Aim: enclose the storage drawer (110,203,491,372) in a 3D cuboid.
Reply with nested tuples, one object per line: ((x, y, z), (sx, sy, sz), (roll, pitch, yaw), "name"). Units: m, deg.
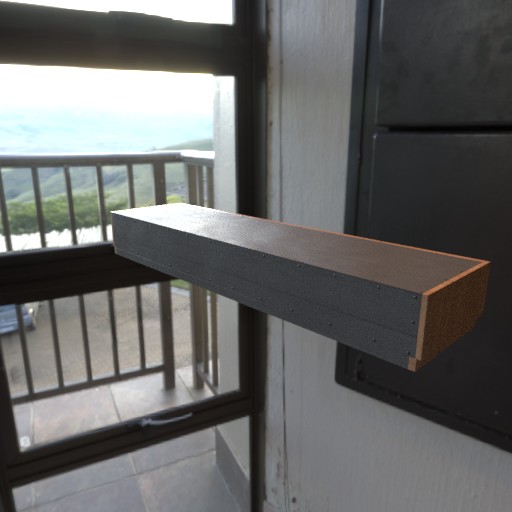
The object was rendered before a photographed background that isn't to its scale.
((0.000, 0.000, 2.245), (0.538, 0.264, 2.032), (-15, 21, -42), "storage drawer")
